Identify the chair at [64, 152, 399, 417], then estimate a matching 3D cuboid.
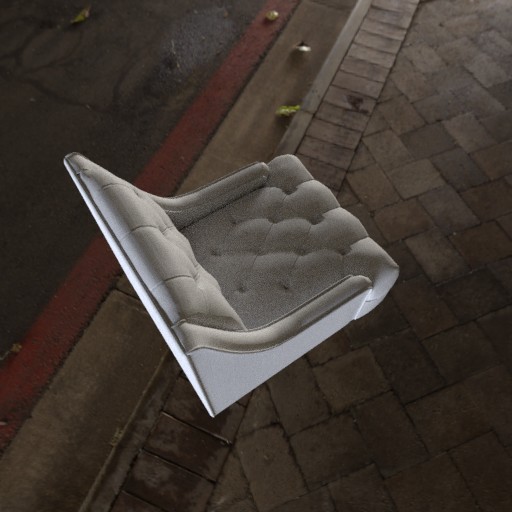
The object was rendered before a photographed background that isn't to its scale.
[{"bbox_3d":[0.000,0.000,1.480,0.772,0.891,0.658,-31,65,-16],"label":"chair"}]
